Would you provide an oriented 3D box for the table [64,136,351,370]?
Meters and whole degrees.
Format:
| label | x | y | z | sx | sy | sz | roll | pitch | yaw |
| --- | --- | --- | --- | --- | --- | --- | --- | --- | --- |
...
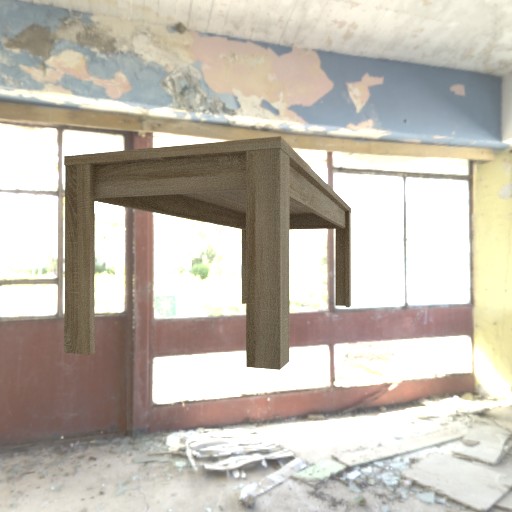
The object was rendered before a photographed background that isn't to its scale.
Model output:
| label | x | y | z | sx | sy | sz | roll | pitch | yaw |
| --- | --- | --- | --- | --- | --- | --- | --- | --- | --- |
| table | 0.000 | 0.000 | 2.680 | 0.900 | 0.790 | 2.200 | 0 | -1 | 18 |
